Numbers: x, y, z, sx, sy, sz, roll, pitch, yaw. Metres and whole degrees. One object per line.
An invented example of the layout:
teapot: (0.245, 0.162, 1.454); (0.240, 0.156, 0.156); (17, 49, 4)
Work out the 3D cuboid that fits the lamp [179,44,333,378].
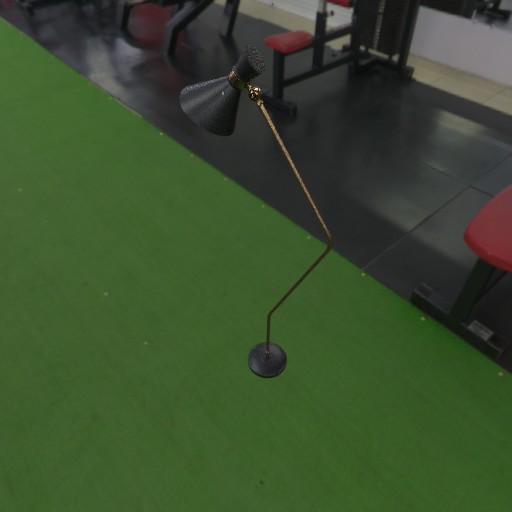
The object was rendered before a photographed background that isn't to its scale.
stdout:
lamp: (0.000, 0.000, 1.610); (0.277, 1.438, 0.467); (-30, 52, -26)
